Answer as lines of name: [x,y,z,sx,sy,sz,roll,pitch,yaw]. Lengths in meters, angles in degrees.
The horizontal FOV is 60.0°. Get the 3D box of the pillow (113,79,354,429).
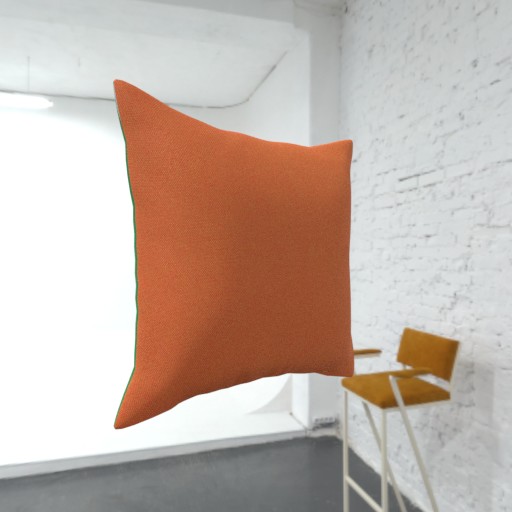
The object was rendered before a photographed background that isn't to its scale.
pillow: [0.000,0.000,0.694,0.453,0.444,0.169,1,-1,-37]
